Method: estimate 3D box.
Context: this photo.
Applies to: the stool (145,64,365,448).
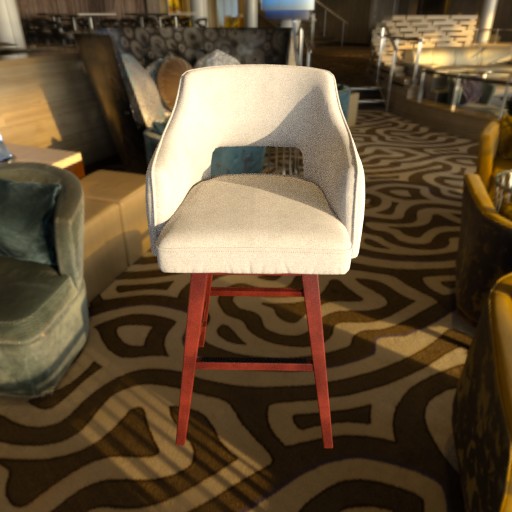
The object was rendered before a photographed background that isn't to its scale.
[{"bbox_3d":[0.000,0.000,1.329,0.548,1.012,0.558,1,29,1],"label":"stool"}]
